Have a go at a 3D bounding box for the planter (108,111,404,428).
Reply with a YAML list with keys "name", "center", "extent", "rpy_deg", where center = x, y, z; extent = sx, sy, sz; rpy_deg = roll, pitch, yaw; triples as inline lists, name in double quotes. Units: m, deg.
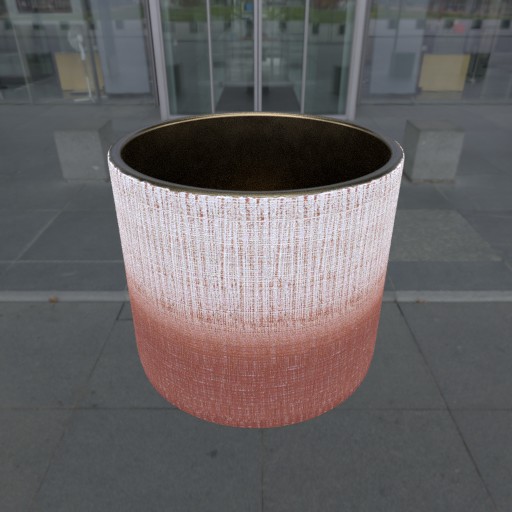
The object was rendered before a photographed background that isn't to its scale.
- name: "planter"
  center: [0.000, 0.000, 0.385]
  extent: [0.221, 0.201, 0.221]
  rpy_deg: [0, 30, 0]
